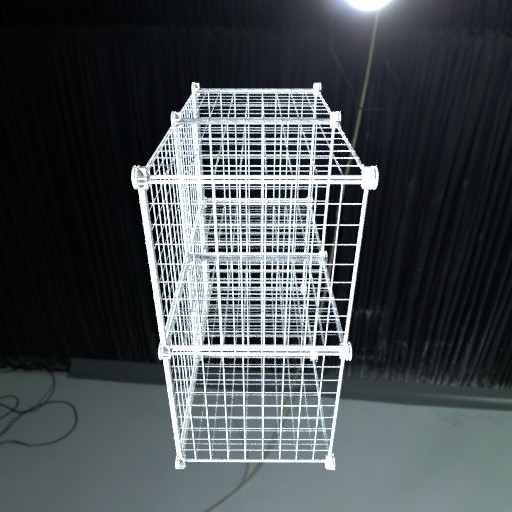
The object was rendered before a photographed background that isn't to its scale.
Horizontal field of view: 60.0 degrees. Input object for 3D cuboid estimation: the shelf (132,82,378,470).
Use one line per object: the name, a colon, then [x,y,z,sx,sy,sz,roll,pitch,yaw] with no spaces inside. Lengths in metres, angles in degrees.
shelf: [0.000,0.000,1.120,0.356,0.711,0.711,0,31,0]
